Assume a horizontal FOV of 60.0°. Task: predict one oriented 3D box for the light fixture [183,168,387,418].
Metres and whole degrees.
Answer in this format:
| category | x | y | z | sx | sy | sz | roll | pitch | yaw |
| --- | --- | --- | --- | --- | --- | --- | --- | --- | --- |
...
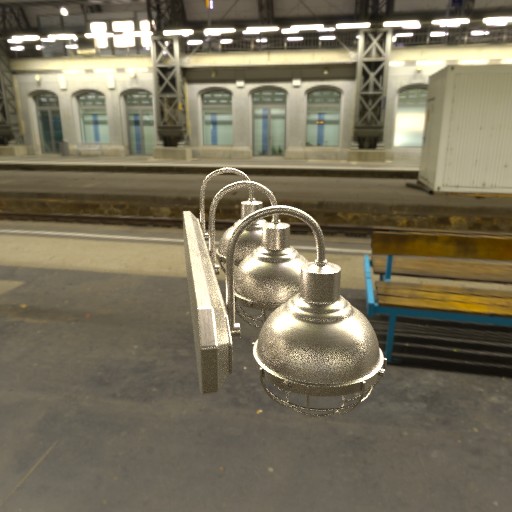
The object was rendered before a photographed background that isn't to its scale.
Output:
| category | x | y | z | sx | sy | sz | roll | pitch | yaw |
| --- | --- | --- | --- | --- | --- | --- | --- | --- | --- |
| light fixture | 0.000 | 0.000 | 0.753 | 0.229 | 0.254 | 0.634 | -3 | 17 | -10 |
